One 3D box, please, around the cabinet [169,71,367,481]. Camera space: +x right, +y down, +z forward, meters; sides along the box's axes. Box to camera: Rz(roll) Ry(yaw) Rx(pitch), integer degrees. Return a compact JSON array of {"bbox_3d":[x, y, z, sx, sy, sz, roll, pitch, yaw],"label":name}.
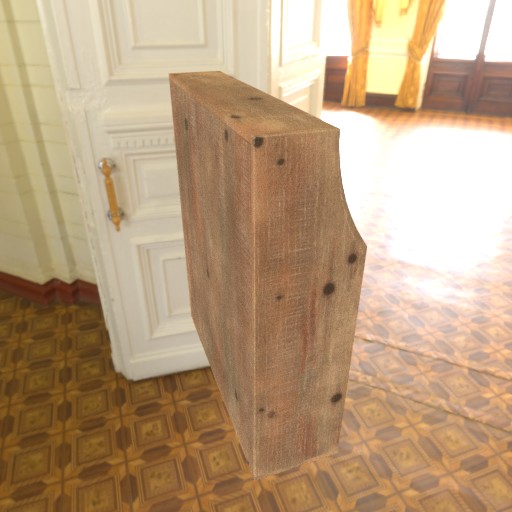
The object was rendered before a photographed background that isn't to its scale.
[{"bbox_3d":[0.000,0.000,0.838,0.184,0.590,0.489,-10,32,-17],"label":"cabinet"}]
